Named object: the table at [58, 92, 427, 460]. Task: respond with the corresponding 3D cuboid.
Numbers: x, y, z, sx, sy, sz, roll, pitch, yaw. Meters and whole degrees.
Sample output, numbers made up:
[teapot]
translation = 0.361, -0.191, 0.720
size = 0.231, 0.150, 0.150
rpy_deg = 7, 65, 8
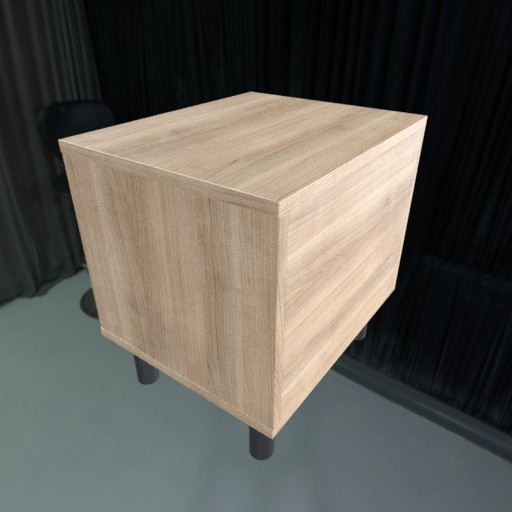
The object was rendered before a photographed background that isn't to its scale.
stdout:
[table]
translation = 0.000, 0.000, 0.793
size = 0.380, 0.460, 0.445
rpy_deg = 20, 36, 31
